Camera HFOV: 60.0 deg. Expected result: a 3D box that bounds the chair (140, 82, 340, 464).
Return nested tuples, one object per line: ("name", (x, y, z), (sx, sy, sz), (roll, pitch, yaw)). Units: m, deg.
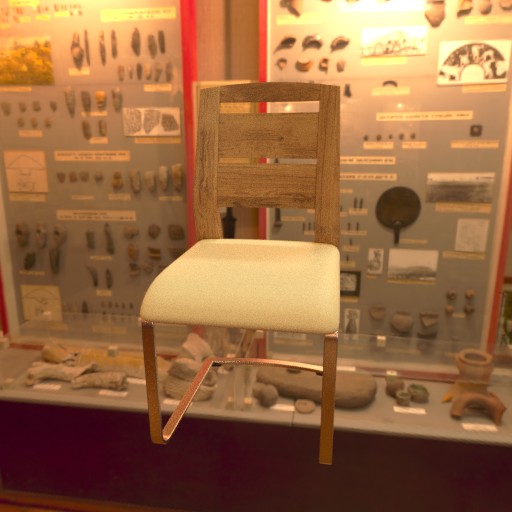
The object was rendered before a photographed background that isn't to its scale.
("chair", (0.000, 0.000, 1.219), (0.457, 0.955, 0.561), (3, 14, 10))
